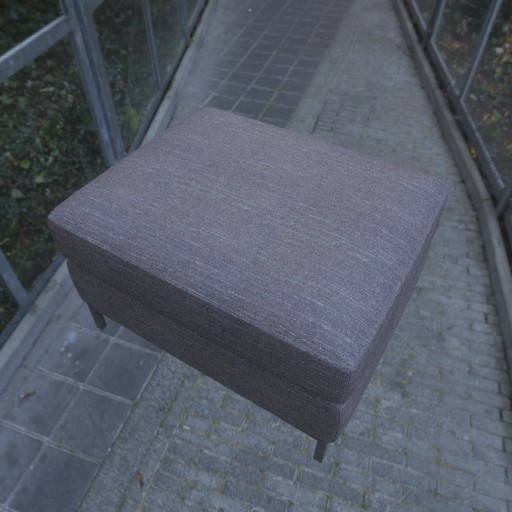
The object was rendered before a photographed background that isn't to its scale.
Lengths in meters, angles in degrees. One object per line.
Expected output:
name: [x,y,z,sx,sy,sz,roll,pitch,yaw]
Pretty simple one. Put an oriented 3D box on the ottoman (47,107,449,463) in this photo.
ottoman: [0.000,0.000,1.230,0.820,0.490,0.671,24,50,22]
